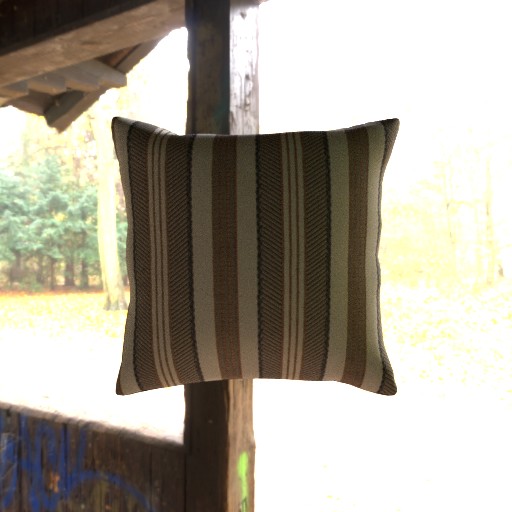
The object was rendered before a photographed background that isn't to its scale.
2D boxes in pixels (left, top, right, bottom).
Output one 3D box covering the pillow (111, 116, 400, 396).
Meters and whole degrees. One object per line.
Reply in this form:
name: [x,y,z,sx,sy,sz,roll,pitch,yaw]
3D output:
pillow: [0.000,0.000,0.636,0.416,0.401,0.173,0,0,0]
